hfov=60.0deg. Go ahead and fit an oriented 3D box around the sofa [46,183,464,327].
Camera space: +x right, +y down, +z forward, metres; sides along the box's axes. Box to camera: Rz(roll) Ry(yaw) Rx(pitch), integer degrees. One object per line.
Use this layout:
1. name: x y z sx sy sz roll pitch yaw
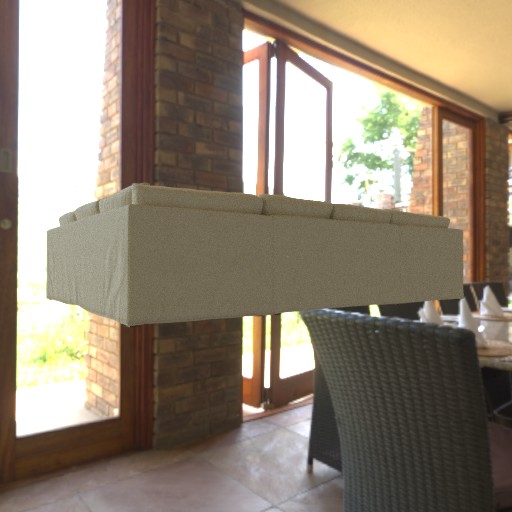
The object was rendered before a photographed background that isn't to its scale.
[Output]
1. sofa: 0.000 0.000 4.447 3.464 0.882 2.448 1 -1 -36
